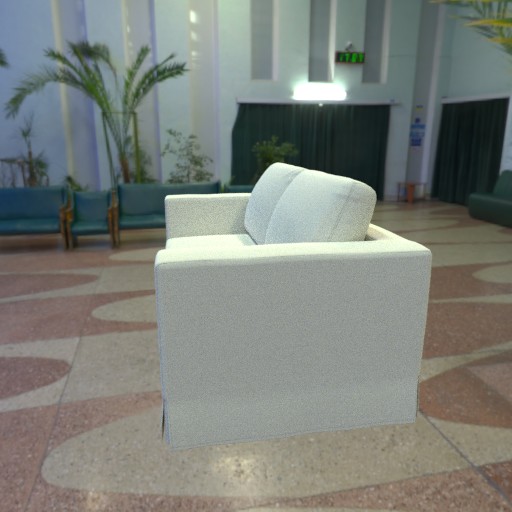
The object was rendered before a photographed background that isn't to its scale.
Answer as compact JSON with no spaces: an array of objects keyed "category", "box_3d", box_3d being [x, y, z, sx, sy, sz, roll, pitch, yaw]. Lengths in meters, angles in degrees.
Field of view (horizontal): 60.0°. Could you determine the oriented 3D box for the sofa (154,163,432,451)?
[{"category":"sofa","box_3d":[0.000,0.000,2.407,1.009,0.932,1.813,-3,15,-10]}]
